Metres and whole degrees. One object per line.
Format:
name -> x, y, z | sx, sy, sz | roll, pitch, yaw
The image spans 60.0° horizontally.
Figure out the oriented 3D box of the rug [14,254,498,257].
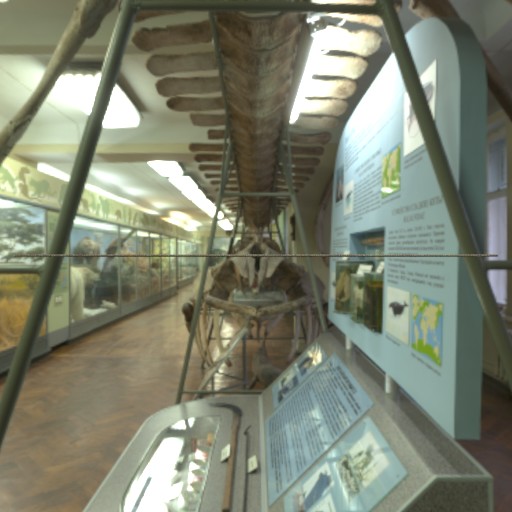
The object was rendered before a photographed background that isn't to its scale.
rug -> 0.000, 0.000, 2.986 | 2.439, 0.011, 1.533 | 0, 0, 0
